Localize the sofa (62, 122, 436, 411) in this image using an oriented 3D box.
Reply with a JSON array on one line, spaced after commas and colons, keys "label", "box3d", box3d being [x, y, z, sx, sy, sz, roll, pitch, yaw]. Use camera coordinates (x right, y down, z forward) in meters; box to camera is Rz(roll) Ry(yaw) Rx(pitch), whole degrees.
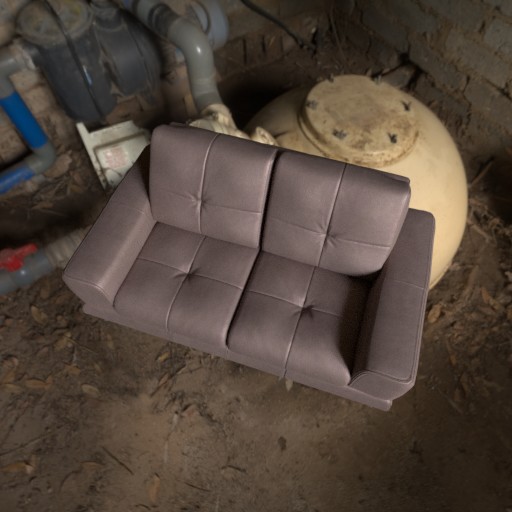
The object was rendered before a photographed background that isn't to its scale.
[{"label": "sofa", "box3d": [0.000, 0.000, 2.399, 1.806, 0.907, 1.018, 16, 59, 10]}]
